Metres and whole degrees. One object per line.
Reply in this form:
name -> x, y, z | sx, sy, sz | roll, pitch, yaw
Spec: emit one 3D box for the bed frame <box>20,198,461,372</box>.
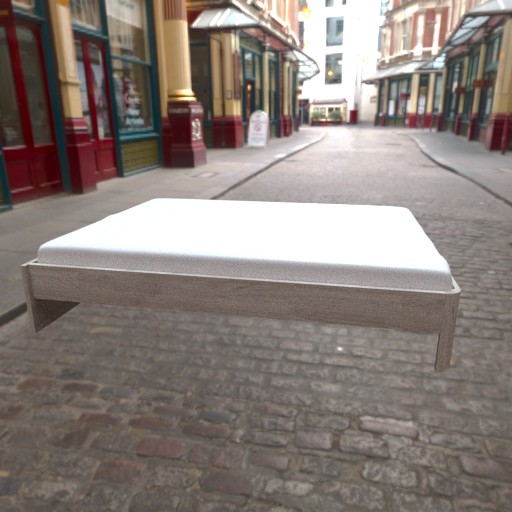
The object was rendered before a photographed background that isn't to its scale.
bed frame -> 0.000, 0.000, 2.622 | 1.950, 0.462, 1.490 | 3, 17, 11
